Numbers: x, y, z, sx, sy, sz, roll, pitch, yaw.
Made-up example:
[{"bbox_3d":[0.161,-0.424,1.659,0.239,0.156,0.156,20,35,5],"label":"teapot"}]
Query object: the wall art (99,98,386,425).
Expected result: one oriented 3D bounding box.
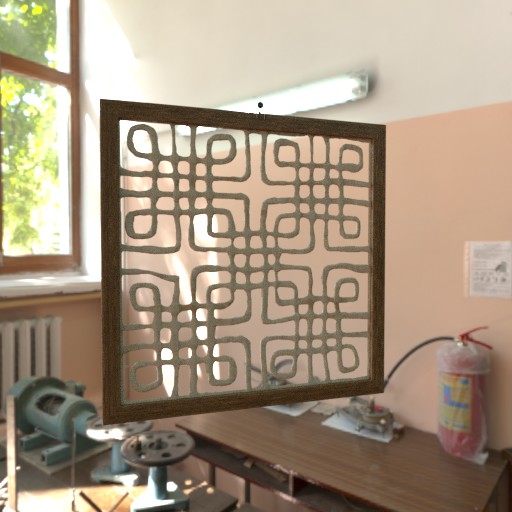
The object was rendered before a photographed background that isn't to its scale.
[{"bbox_3d":[0.000,0.000,0.849,0.561,0.582,0.021,0,2,-17],"label":"wall art"}]
